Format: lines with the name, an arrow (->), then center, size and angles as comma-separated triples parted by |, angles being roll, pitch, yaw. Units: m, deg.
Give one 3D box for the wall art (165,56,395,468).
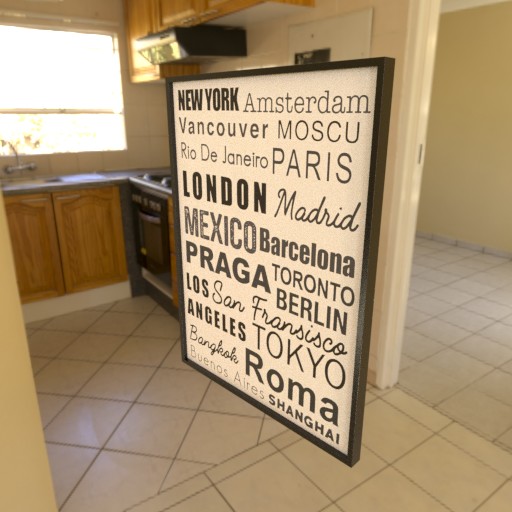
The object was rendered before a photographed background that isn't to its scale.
wall art -> 0.000, 0.000, 1.345 | 0.788, 1.046, 0.043 | 17, 24, 42
